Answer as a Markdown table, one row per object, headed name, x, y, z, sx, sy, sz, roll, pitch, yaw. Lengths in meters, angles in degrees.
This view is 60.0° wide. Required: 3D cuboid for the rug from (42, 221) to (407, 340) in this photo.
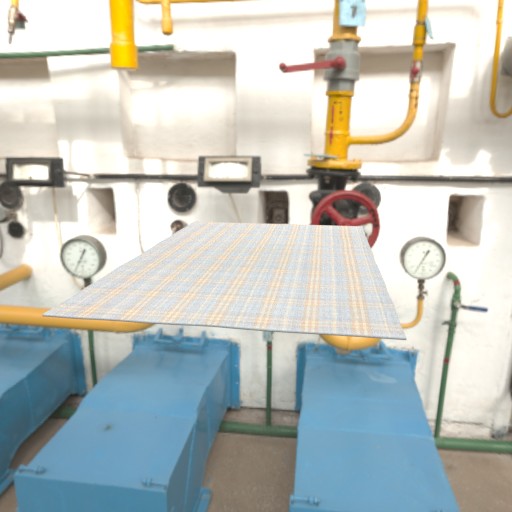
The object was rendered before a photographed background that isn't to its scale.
| name | x | y | z | sx | sy | sz | roll | pitch | yaw |
| --- | --- | --- | --- | --- | --- | --- | --- | --- | --- |
| rug | 0.000 | 0.000 | 2.324 | 1.231 | 0.012 | 1.835 | 2 | 15 | 9 |
